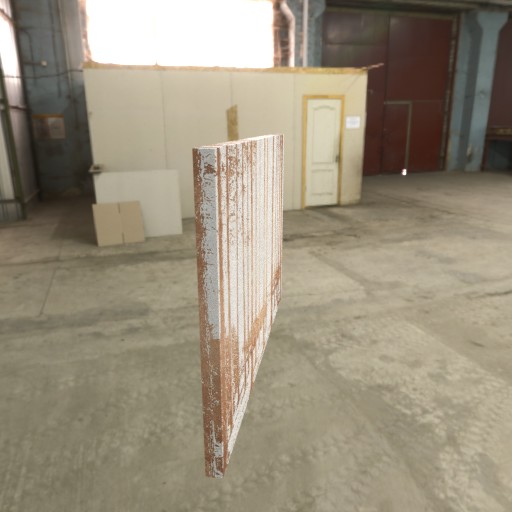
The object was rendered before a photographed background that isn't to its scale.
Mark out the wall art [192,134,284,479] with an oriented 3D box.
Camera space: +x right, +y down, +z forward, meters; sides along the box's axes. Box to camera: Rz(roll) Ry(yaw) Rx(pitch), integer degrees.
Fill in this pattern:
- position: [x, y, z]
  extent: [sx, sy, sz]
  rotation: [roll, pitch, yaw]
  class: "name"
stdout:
- position: [0.000, 0.000, 1.184]
  extent: [0.035, 0.609, 0.914]
  rotation: [3, 17, 10]
  class: "wall art"
